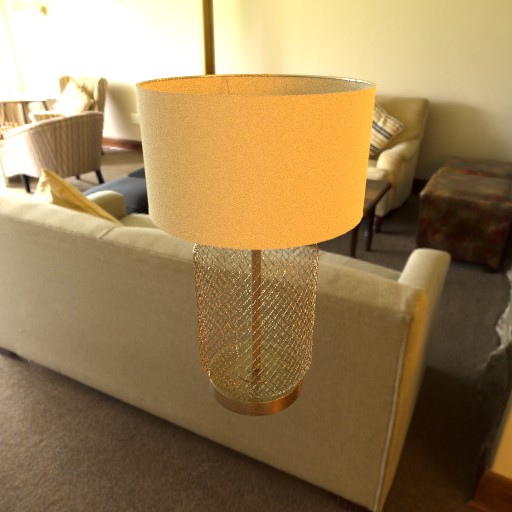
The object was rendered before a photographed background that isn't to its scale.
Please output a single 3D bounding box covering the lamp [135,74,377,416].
[{"bbox_3d":[0.000,0.000,0.790,0.353,0.578,0.353,0,26,0],"label":"lamp"}]
